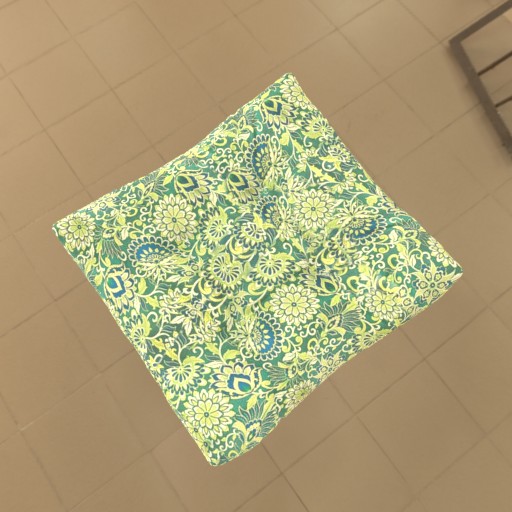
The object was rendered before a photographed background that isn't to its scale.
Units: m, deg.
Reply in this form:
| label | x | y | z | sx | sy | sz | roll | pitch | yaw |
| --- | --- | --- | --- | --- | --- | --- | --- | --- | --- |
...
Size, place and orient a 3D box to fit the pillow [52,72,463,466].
| label | x | y | z | sx | sy | sz | roll | pitch | yaw |
| --- | --- | --- | --- | --- | --- | --- | --- | --- | --- |
| pillow | 0.000 | 0.000 | 0.735 | 0.490 | 0.128 | 0.468 | -36 | 78 | -9 |
